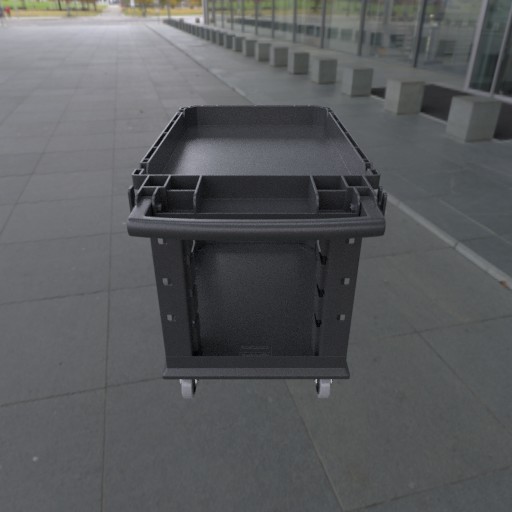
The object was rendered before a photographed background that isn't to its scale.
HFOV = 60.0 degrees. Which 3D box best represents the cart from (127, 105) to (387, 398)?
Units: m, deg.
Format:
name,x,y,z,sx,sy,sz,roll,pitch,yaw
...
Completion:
name,x,y,z,sx,sy,sz,roll,pitch,yaw
cart,0.000,0.000,1.702,0.674,0.884,1.239,0,29,0
